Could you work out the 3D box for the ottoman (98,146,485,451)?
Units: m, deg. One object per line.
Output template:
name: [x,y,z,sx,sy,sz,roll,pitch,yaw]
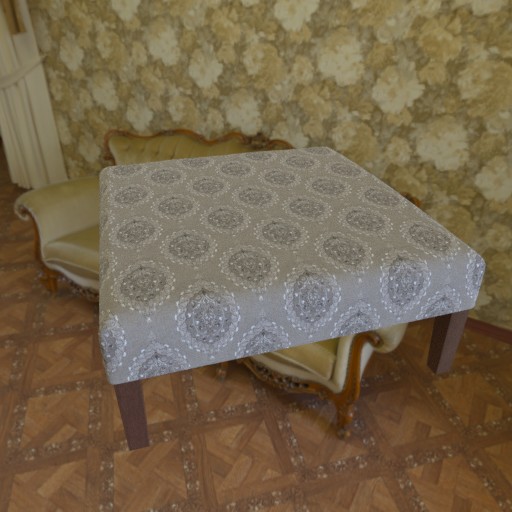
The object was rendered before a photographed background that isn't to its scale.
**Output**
ottoman: [0.000,0.000,1.378,0.889,0.411,0.890,-9,33,-14]
